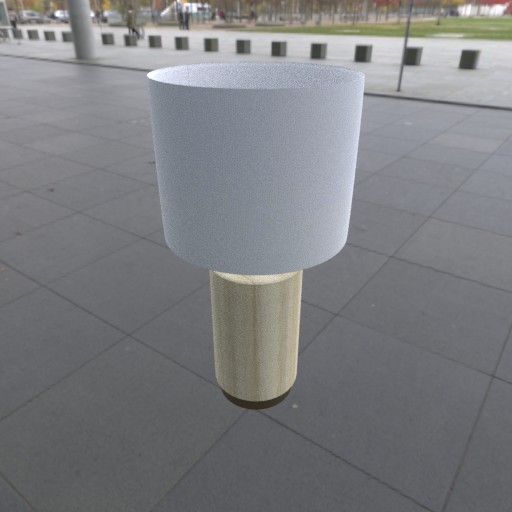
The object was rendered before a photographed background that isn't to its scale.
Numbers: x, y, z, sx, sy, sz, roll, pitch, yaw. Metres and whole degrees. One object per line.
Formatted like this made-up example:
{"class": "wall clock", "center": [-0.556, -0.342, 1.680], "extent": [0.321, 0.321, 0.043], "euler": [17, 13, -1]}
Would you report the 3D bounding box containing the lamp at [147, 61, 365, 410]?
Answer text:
{"class": "lamp", "center": [0.000, 0.000, 0.577], "extent": [0.228, 0.444, 0.228], "euler": [-21, 35, -33]}
